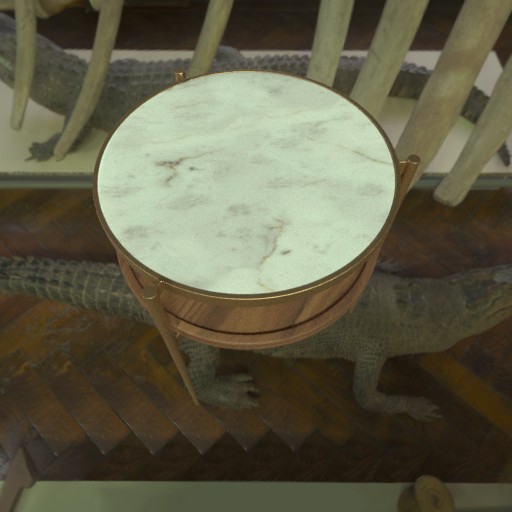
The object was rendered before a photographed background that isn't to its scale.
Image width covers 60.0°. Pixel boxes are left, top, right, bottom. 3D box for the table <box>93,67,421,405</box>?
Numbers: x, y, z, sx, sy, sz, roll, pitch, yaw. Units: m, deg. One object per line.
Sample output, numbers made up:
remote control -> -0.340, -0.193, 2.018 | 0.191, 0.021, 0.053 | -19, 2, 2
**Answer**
table -> 0.000, 0.000, 0.821 | 0.456, 0.493, 0.430 | 0, 57, 0
